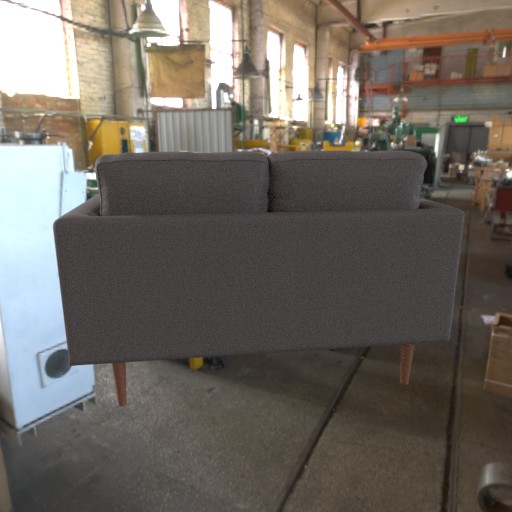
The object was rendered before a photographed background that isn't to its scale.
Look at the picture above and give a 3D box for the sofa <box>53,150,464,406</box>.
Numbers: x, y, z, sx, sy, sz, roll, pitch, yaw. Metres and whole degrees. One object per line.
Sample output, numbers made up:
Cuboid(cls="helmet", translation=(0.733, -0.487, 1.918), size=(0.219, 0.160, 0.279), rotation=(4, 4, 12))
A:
Cuboid(cls="sofa", translation=(0.000, 0.000, 1.934), size=(1.430, 0.908, 0.796), rotation=(-2, 15, -7))
